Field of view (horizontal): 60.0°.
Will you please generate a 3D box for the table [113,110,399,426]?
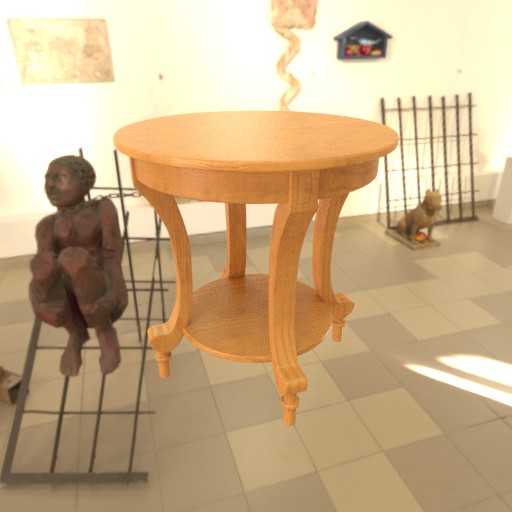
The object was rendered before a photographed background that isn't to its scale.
[{"bbox_3d":[0.000,0.000,1.094,0.597,0.612,0.597,0,26,0],"label":"table"}]
